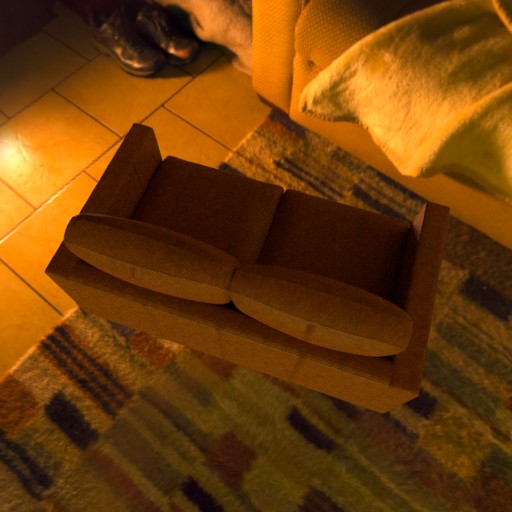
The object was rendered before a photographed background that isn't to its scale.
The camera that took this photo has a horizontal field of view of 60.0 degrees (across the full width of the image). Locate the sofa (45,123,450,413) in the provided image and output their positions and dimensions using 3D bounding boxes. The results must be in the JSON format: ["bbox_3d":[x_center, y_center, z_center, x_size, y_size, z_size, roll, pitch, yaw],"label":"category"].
[{"bbox_3d":[0.000,0.000,2.122,1.578,0.951,0.909,17,65,8],"label":"sofa"}]
